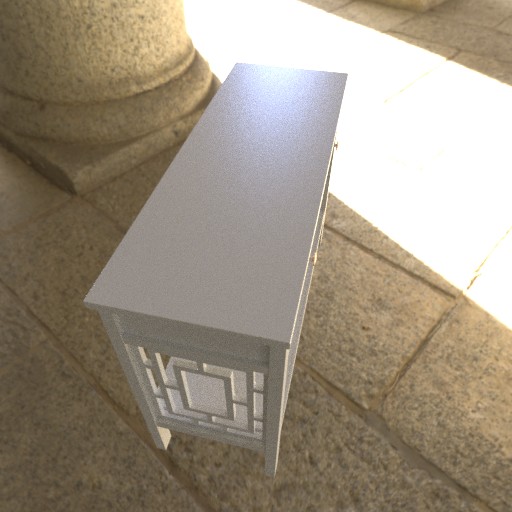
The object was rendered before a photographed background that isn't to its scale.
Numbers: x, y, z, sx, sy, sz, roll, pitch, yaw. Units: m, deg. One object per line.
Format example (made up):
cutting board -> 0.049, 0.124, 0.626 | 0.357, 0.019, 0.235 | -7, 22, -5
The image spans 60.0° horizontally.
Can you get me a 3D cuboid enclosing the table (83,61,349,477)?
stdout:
table -> 0.000, 0.000, 1.408 | 0.397, 0.753, 1.068 | 10, 47, 9
